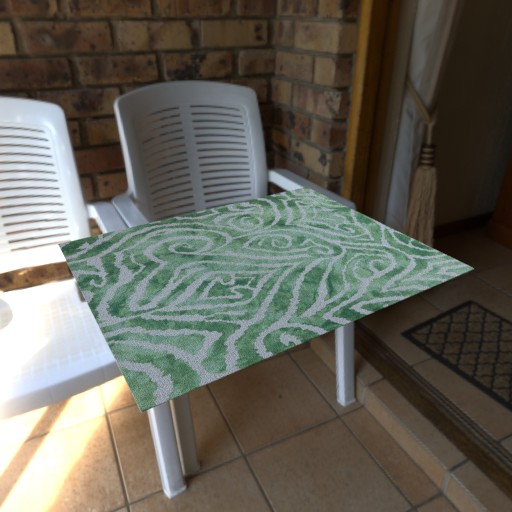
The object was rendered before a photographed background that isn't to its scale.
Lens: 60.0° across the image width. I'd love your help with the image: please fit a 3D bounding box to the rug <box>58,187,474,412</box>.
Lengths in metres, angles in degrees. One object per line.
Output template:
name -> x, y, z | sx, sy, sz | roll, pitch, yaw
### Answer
rug -> 0.000, 0.000, 4.132 | 3.045, 0.007, 2.436 | -17, 33, -27
